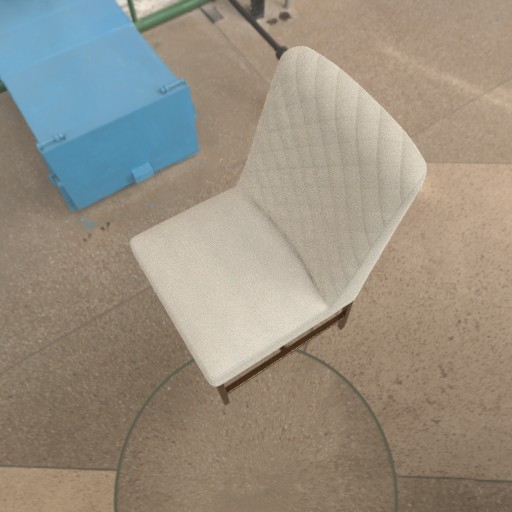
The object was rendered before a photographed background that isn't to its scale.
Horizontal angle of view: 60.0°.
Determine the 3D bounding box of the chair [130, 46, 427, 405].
[{"bbox_3d":[0.000,0.000,1.295,0.597,0.933,0.503,-30,67,-14],"label":"chair"}]
